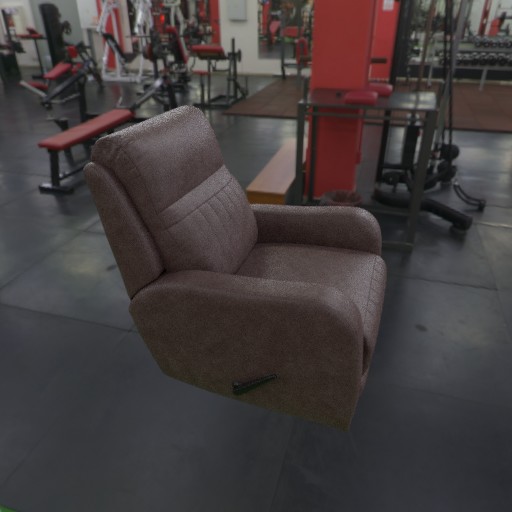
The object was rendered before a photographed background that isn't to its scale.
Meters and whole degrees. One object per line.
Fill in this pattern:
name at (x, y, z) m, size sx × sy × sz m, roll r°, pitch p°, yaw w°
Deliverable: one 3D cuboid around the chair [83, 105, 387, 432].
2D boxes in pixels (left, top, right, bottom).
chair at (0.000, 0.000, 1.852) m, size 1.067 × 1.067 × 0.865 m, roll 10°, pitch 31°, yaw 17°
